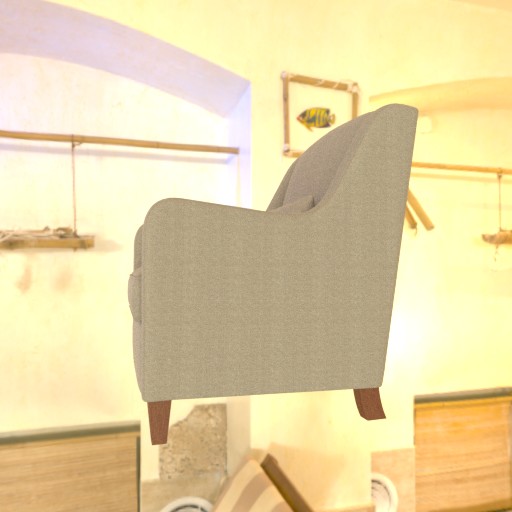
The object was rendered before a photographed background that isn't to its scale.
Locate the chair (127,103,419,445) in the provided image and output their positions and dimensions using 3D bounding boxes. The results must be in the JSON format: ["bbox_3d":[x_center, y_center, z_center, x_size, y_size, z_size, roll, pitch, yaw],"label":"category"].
[{"bbox_3d":[0.000,0.000,1.612,0.890,1.017,0.715,0,-2,-17],"label":"chair"}]
